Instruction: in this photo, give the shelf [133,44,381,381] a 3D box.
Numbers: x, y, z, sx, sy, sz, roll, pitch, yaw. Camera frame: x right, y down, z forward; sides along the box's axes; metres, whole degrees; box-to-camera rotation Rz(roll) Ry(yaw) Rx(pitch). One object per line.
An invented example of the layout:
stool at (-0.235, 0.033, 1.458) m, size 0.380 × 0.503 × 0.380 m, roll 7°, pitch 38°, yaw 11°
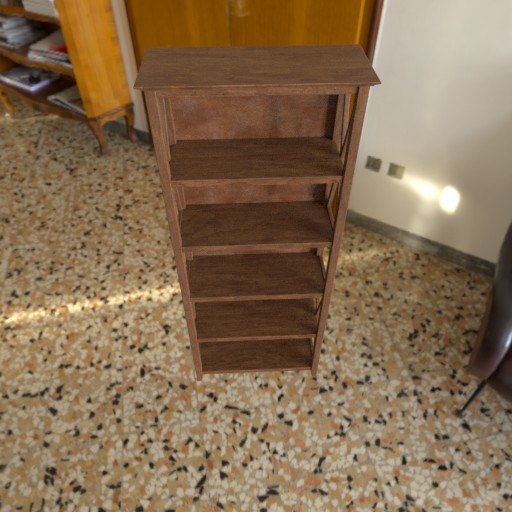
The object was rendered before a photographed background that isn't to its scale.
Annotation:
shelf at (0.000, 0.000, 2.225) m, size 0.805 × 1.905 × 0.335 m, roll -2°, pitch 45°, yaw -2°
